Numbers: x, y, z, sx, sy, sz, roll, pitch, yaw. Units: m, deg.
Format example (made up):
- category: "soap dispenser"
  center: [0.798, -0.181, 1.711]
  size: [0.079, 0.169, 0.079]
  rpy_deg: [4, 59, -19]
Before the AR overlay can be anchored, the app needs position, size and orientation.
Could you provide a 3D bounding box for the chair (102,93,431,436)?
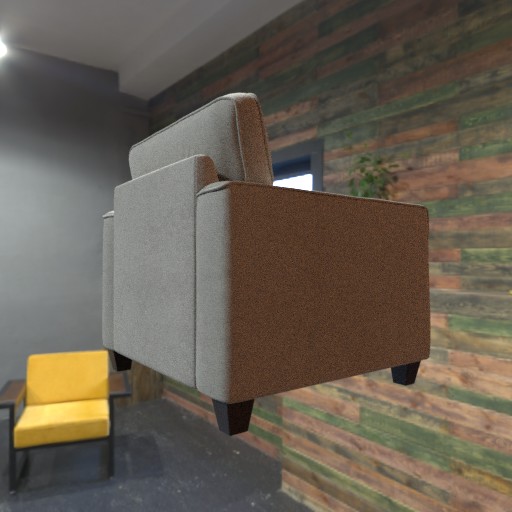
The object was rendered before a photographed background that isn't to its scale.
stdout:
- category: "chair"
  center: [0.000, 0.000, 1.787]
  size: [0.939, 0.965, 1.015]
  rpy_deg: [1, -1, -37]
